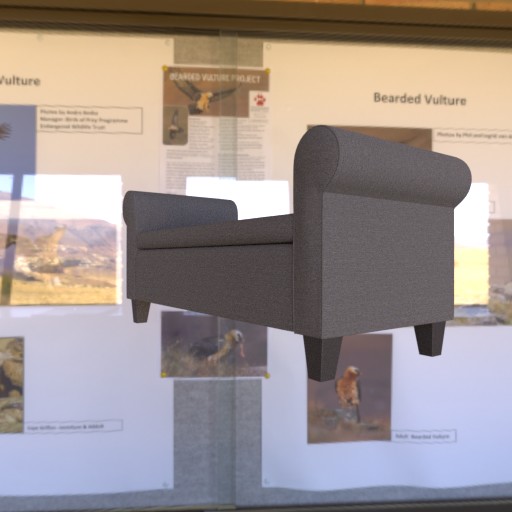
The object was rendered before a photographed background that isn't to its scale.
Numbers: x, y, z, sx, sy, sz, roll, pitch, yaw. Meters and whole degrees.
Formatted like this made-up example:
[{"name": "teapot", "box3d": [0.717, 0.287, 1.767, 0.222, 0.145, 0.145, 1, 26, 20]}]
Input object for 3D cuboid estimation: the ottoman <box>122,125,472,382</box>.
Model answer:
[{"name": "ottoman", "box3d": [0.000, 0.000, 1.531, 0.521, 0.547, 1.256, 0, 0, -36]}]
